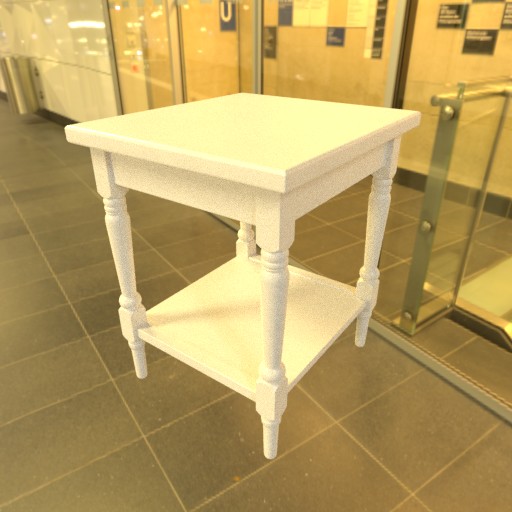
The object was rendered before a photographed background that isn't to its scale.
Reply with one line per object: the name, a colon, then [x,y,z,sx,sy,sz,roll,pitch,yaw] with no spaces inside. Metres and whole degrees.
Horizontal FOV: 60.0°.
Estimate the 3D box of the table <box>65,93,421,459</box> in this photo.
table: [0.000,0.000,0.933,0.442,0.565,0.488,19,33,31]
